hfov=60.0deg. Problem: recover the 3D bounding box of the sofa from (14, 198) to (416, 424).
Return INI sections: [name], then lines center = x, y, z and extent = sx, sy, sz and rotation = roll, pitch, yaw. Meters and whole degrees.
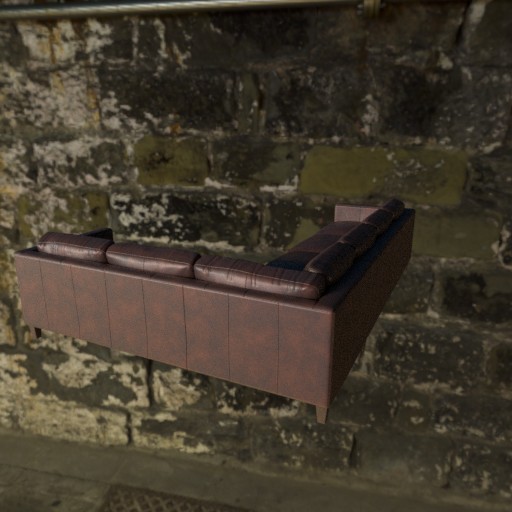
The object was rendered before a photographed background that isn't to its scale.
[sofa]
center = 0.000, 0.000, 4.160
extent = 2.438, 0.836, 3.152
rotation = 8, 18, 25
